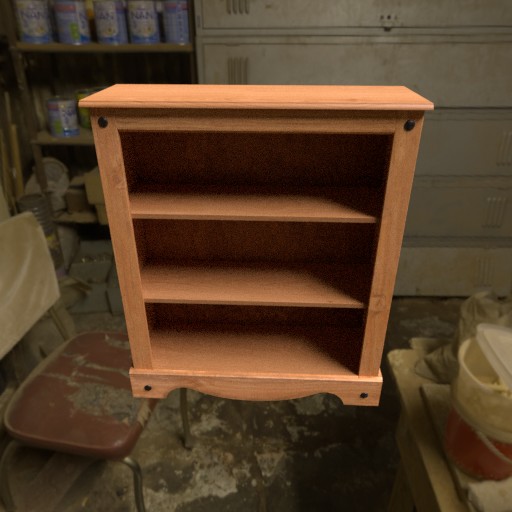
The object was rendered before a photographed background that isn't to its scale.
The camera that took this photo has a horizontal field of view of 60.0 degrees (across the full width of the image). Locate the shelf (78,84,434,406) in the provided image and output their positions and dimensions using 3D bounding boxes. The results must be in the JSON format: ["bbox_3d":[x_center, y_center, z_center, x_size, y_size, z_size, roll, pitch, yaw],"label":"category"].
[{"bbox_3d":[0.000,0.000,1.403,0.840,0.980,0.291,1,29,2],"label":"shelf"}]
